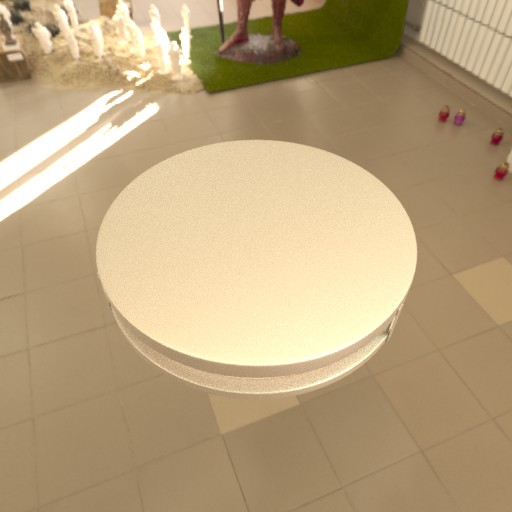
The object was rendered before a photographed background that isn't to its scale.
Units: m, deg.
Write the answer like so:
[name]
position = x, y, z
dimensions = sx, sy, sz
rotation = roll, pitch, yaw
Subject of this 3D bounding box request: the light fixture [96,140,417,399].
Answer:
[light fixture]
position = 0.000, 0.000, 0.539
dimensions = 0.356, 0.102, 0.356
rotation = 0, 47, 0
